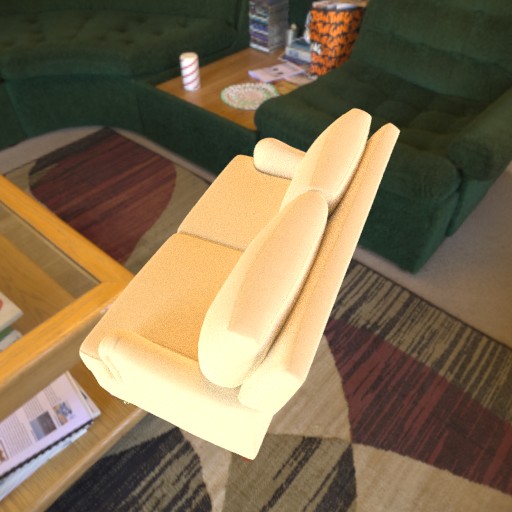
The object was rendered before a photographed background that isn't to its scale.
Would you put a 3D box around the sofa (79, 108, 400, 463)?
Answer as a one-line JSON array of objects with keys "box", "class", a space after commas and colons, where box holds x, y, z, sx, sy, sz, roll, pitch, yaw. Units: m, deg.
[{"box": [0.000, 0.000, 2.473, 1.084, 1.101, 1.853, 17, 48, 16], "class": "sofa"}]
